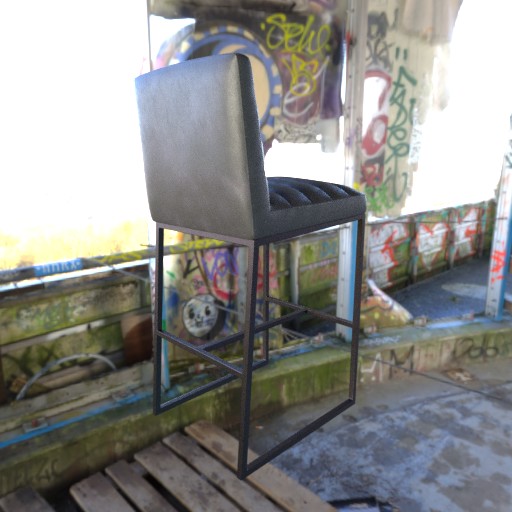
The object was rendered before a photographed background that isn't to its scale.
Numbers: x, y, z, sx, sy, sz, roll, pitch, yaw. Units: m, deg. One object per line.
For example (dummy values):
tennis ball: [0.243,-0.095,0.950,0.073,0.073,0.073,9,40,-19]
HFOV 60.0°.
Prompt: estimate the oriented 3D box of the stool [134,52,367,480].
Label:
stool: [0.000,0.000,1.391,0.562,1.065,0.463,-12,18,-43]
